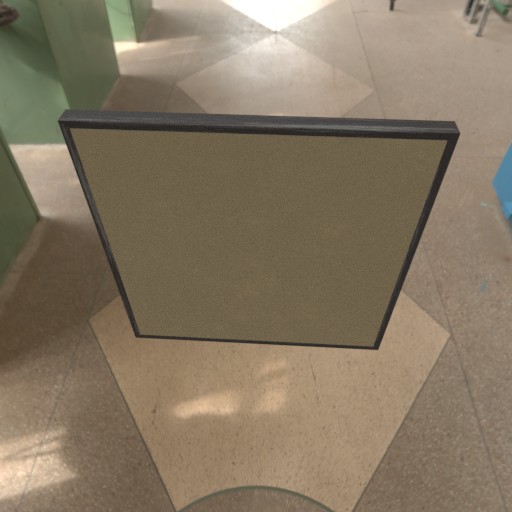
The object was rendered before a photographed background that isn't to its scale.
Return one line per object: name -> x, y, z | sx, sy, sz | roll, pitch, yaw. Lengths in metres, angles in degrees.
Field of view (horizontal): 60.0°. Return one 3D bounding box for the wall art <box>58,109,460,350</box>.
wall art -> 0.000, 0.000, 1.128 | 0.762, 0.758, 0.043 | 2, 47, 2
